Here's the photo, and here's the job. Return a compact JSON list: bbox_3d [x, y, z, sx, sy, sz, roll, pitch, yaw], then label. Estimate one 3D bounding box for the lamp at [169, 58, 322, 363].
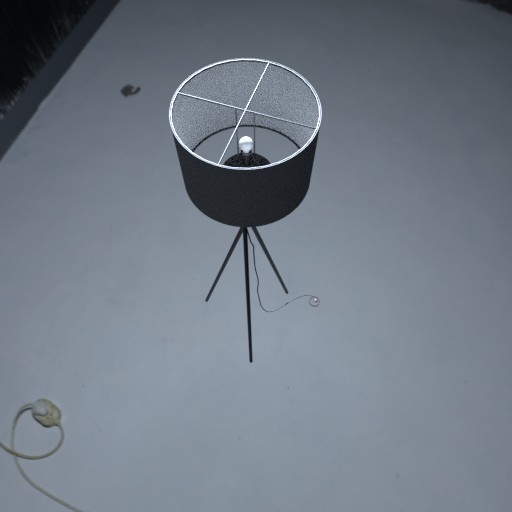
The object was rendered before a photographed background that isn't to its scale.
[{"bbox_3d":[0.000,0.000,1.952,0.667,1.624,0.522,17,63,9],"label":"lamp"}]
